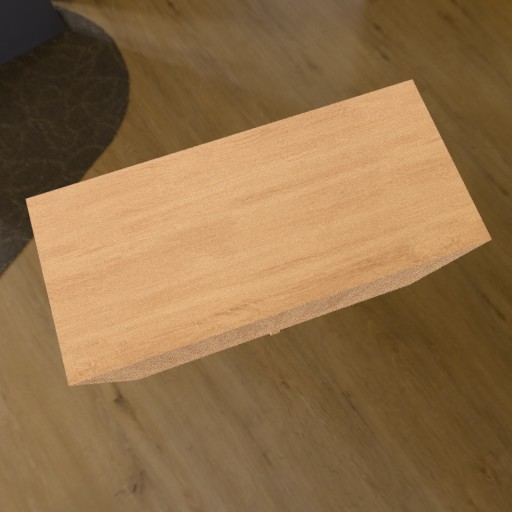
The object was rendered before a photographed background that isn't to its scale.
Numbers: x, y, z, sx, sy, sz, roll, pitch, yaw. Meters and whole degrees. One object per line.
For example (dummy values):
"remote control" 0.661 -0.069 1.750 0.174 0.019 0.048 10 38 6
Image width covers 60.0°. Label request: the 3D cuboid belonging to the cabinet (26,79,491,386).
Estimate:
"cabinet" 0.000 0.000 1.531 1.110 0.780 0.500 -18 76 -5
